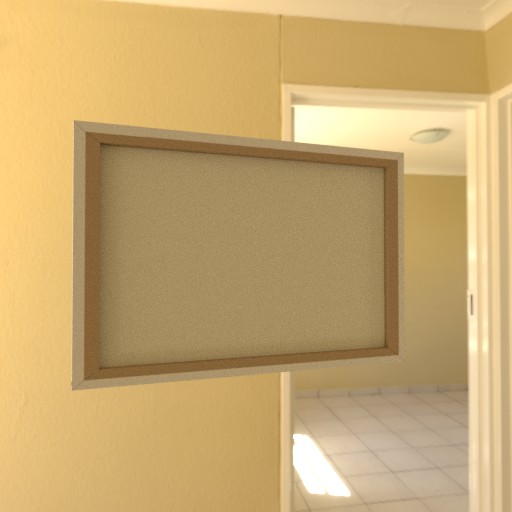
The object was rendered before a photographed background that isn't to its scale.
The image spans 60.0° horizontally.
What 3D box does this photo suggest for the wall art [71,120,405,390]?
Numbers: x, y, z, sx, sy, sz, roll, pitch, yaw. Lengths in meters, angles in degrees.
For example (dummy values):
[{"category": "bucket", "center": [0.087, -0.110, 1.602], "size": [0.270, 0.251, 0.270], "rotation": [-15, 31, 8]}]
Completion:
[{"category": "wall art", "center": [0.000, 0.000, 0.796], "size": [0.608, 0.414, 0.042], "rotation": [0, -1, -19]}]
